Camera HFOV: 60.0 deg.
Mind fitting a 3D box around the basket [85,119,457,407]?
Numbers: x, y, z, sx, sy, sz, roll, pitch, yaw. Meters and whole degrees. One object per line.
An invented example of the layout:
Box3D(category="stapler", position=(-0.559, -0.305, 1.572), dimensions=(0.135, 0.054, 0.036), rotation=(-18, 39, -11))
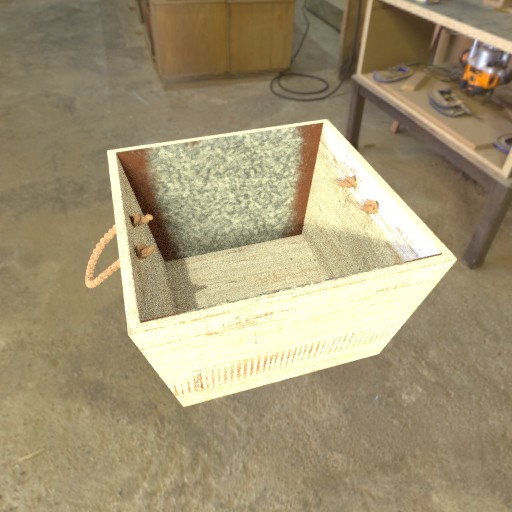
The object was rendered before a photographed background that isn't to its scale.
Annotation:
Box3D(category="basket", position=(0.000, 0.000, 0.750), dimensions=(0.545, 0.247, 0.413), rotation=(-12, 44, -12))
